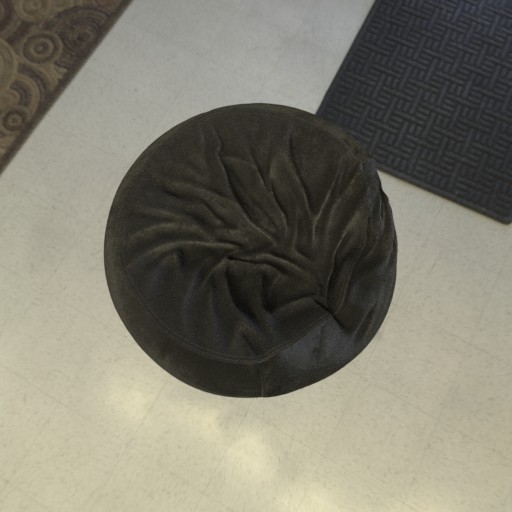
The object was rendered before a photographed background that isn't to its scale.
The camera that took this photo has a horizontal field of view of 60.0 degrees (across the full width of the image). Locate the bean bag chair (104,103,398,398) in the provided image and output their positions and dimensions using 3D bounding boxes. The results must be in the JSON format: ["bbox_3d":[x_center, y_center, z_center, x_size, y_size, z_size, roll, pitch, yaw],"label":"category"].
[{"bbox_3d":[0.000,0.000,1.487,0.918,0.605,0.918,0,74,0],"label":"bean bag chair"}]
